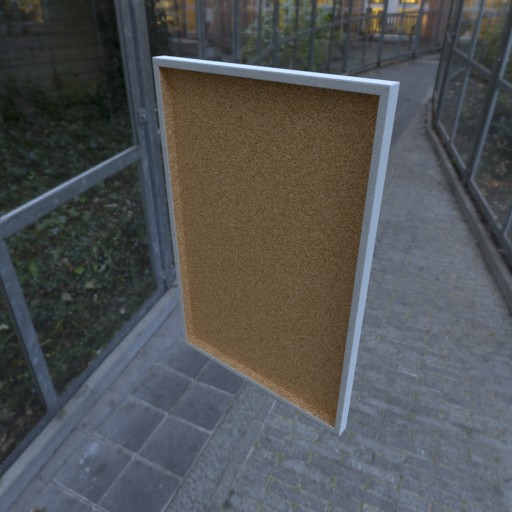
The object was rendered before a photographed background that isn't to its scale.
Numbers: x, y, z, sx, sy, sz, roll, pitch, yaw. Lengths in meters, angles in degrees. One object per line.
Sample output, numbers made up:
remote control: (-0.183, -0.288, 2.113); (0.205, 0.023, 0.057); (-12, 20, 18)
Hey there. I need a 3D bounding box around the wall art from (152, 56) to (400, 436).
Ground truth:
wall art: (0.000, 0.000, 1.159); (0.610, 0.914, 0.038); (22, 37, 32)
